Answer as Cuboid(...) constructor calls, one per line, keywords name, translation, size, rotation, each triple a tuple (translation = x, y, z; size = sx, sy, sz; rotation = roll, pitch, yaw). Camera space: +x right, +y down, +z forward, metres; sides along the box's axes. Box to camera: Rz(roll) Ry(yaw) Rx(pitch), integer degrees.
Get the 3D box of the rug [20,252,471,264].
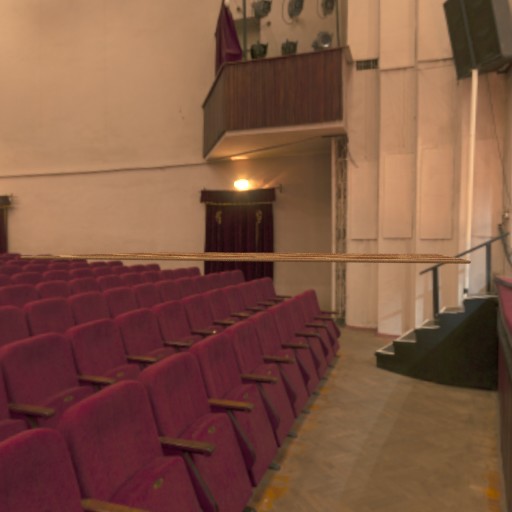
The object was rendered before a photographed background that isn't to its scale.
Cuboid(name="rug", translation=(0.000, 0.000, 2.830), size=(2.290, 0.014, 1.526), rotation=(0, 1, 18))
